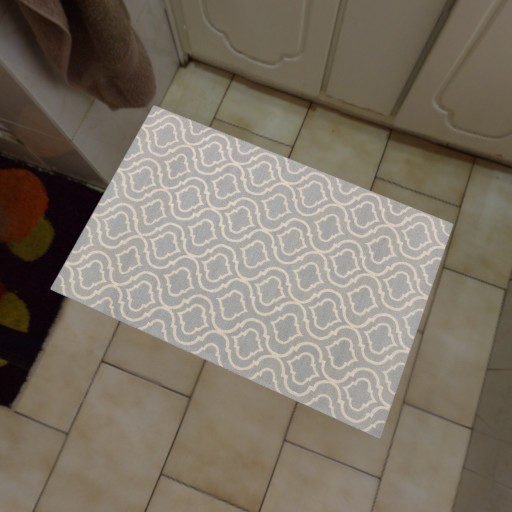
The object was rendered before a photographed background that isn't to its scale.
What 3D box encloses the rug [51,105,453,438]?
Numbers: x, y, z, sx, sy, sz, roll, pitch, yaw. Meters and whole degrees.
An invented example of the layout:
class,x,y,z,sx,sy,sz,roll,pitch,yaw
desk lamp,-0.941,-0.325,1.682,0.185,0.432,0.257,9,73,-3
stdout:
class,x,y,z,sx,sy,sz,roll,pitch,yaw
rug,0.000,0.000,2.266,1.749,0.015,1.141,23,77,6
